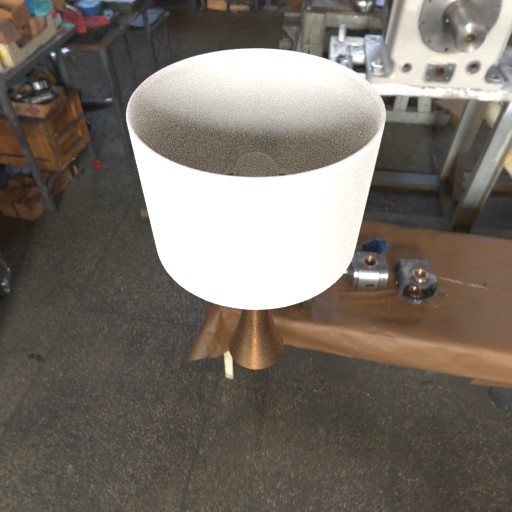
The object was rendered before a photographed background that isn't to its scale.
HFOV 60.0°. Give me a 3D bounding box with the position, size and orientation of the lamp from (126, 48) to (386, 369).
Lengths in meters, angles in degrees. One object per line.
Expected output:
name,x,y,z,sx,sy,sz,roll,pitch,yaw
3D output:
lamp,0.000,0.000,0.640,0.268,0.479,0.268,-18,50,-16
